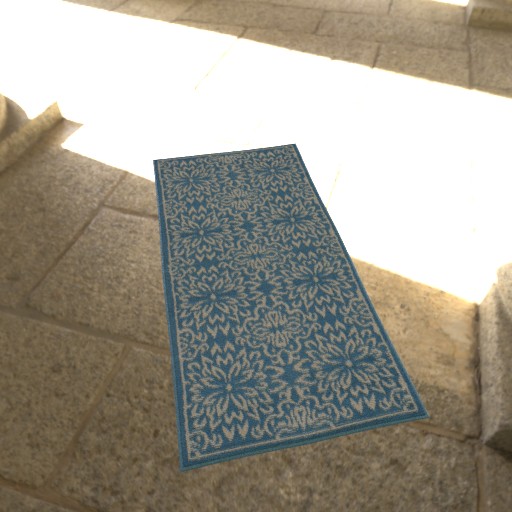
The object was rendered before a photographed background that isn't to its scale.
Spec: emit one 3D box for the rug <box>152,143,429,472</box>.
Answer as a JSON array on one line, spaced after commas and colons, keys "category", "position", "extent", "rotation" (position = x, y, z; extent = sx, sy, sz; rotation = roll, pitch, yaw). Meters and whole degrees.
[{"category": "rug", "position": [0.000, 0.000, 1.437], "extent": [0.604, 0.007, 1.219], "rotation": [-9, 48, -8]}]
